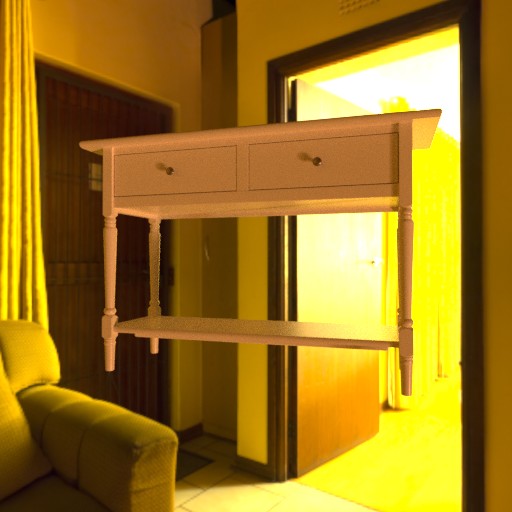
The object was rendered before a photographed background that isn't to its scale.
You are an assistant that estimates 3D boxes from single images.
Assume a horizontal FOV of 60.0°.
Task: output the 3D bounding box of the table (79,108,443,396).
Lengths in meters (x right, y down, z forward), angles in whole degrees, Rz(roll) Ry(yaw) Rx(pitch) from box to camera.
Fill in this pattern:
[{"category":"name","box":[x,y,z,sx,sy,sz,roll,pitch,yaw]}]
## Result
[{"category":"table","box":[0.000,0.000,1.573,1.191,0.814,0.386,0,-1,17]}]
